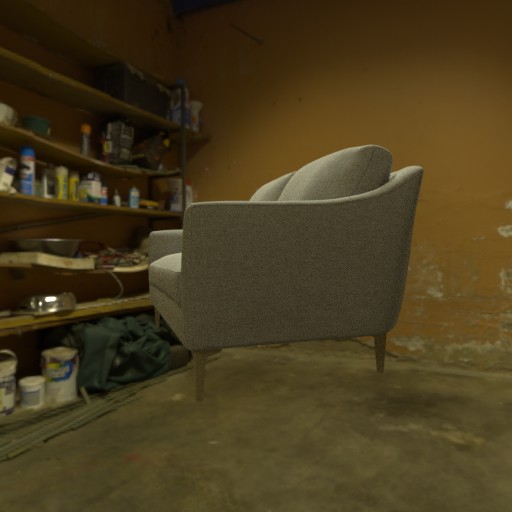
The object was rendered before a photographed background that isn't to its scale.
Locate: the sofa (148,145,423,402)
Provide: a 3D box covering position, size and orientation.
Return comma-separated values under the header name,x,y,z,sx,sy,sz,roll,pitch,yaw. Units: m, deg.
name,x,y,z,sx,sy,sz,roll,pitch,yaw
sofa,0.000,0.000,2.214,0.960,0.904,1.619,0,0,-17
